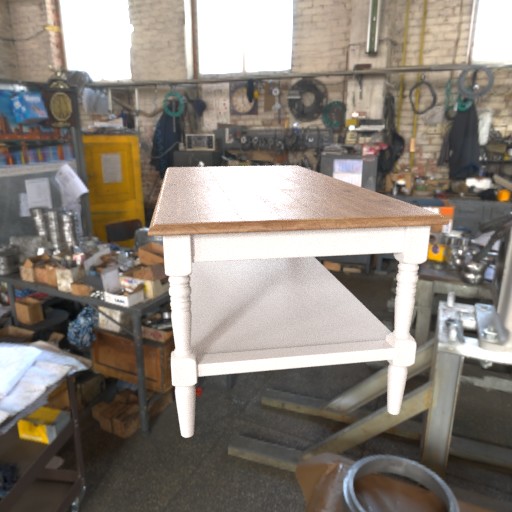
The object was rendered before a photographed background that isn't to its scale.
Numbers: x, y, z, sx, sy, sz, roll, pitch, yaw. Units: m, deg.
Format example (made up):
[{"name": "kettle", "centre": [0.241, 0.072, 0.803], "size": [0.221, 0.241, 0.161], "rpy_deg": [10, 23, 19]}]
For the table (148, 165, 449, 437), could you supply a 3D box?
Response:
[{"name": "table", "centre": [0.000, 0.000, 1.388], "size": [0.559, 0.458, 1.118], "rpy_deg": [-3, 17, -9]}]
